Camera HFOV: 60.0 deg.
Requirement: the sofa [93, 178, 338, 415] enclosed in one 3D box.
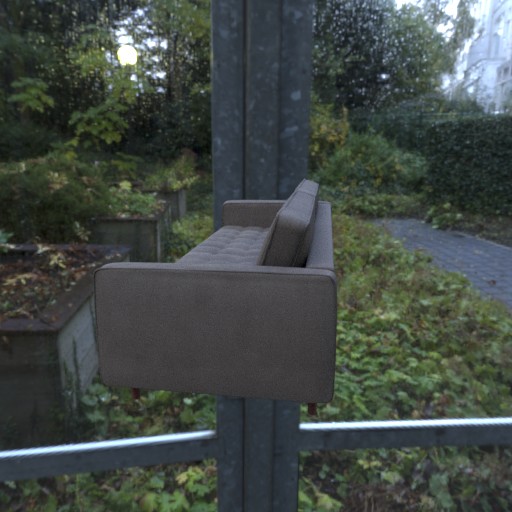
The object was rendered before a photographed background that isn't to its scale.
[{"bbox_3d":[0.000,0.000,2.688,0.923,0.813,2.295,2,14,9],"label":"sofa"}]
